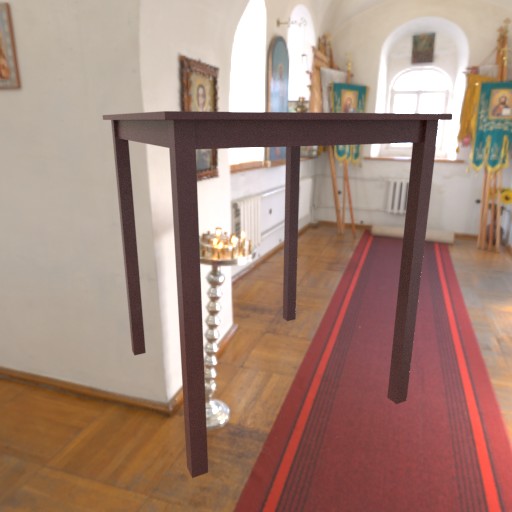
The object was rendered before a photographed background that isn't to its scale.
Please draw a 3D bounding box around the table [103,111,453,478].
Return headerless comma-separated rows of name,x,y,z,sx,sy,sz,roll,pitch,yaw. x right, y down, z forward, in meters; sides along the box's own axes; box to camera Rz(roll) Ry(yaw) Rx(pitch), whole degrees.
table,0.000,0.000,1.630,0.861,0.991,0.861,-8,19,-25
